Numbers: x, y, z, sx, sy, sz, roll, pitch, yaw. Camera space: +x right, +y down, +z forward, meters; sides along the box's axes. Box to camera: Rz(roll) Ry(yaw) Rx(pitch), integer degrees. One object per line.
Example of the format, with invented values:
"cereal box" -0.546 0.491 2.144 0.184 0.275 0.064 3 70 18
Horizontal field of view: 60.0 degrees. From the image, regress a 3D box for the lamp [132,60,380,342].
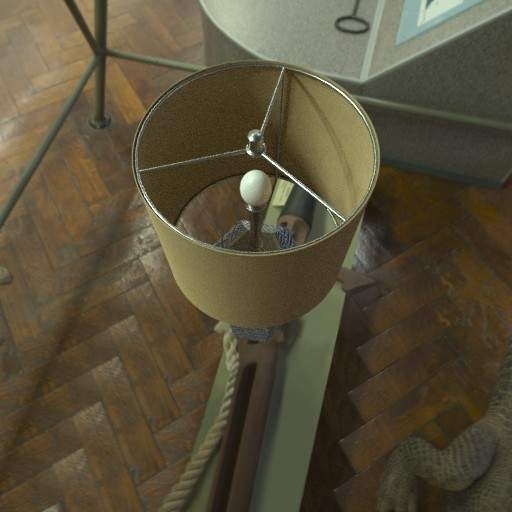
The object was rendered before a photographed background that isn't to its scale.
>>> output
"lamp" 0.000 0.000 0.862 0.320 0.682 0.320 14 64 7
